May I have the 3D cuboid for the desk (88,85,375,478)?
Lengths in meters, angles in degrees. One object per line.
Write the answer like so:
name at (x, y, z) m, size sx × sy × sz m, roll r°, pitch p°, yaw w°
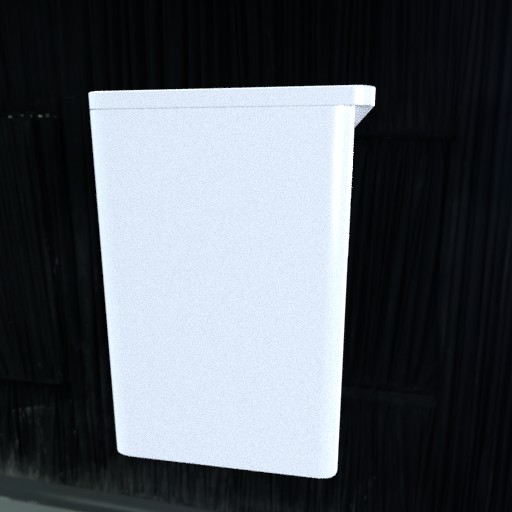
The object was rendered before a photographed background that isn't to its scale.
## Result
desk at (0.000, 0.000, 1.260) m, size 0.549 × 0.800 × 0.762 m, roll 2°, pitch 13°, yaw 9°
